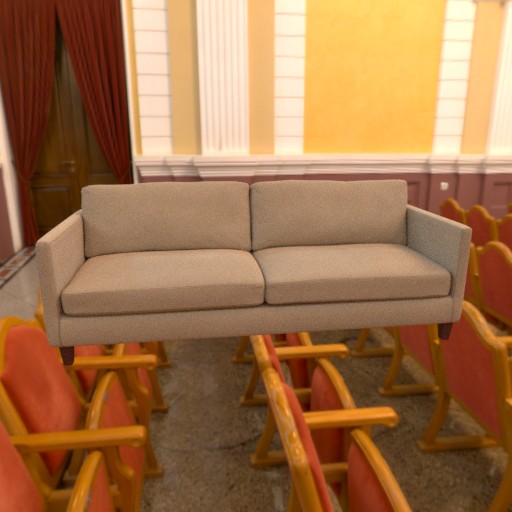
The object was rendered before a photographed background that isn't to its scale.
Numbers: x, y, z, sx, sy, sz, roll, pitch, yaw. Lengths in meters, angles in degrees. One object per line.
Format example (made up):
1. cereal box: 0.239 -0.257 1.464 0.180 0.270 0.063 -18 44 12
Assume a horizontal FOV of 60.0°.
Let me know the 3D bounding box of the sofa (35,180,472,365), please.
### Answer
1. sofa: 0.000 0.000 2.881 2.404 0.912 0.988 -2 16 -8
